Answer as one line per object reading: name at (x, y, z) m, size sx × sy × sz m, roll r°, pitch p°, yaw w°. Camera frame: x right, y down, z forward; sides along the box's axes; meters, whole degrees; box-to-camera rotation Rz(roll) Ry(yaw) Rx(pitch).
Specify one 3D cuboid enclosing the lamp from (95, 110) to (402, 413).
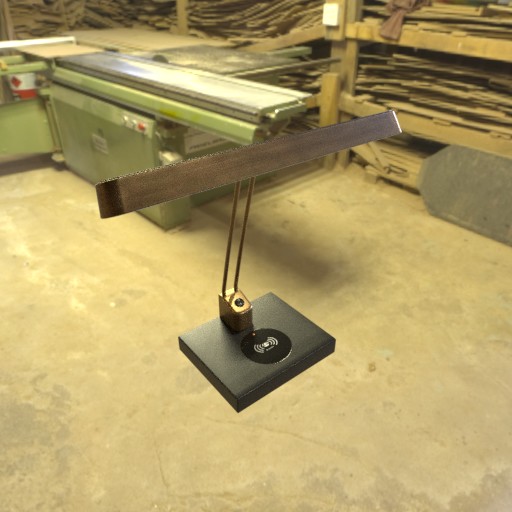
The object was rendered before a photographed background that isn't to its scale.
lamp at (0.000, 0.000, 0.596) m, size 0.412 × 0.345 × 0.156 m, roll -23°, pitch 38°, yaw -32°
